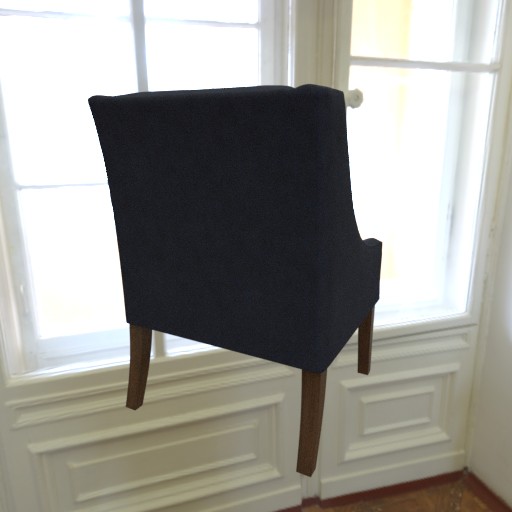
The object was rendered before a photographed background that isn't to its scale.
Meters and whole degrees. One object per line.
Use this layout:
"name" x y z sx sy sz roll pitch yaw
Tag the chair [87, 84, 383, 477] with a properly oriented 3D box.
"chair" 0.000 0.000 1.316 0.629 0.895 0.629 8 18 27
